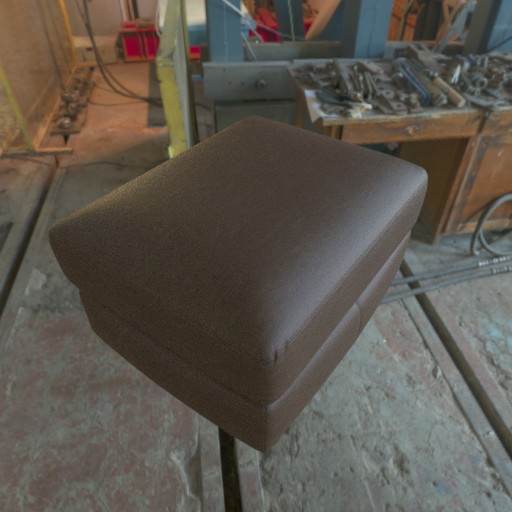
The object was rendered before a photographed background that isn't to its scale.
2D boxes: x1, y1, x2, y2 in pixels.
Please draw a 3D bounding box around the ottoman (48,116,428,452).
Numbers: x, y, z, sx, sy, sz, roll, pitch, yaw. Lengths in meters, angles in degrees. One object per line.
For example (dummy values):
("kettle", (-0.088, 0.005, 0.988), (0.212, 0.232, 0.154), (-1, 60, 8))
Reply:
("ottoman", (0.000, 0.000, 1.193), (0.635, 0.508, 0.787), (26, 47, 27))
